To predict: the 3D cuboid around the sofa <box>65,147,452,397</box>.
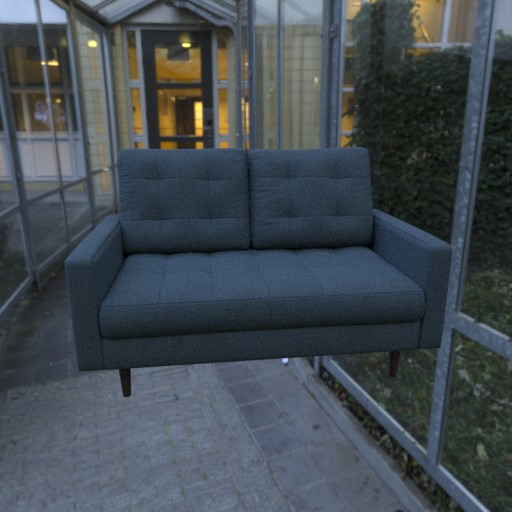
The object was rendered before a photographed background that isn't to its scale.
[{"bbox_3d":[0.000,0.000,1.964,1.407,0.907,0.842,-2,17,-7],"label":"sofa"}]
